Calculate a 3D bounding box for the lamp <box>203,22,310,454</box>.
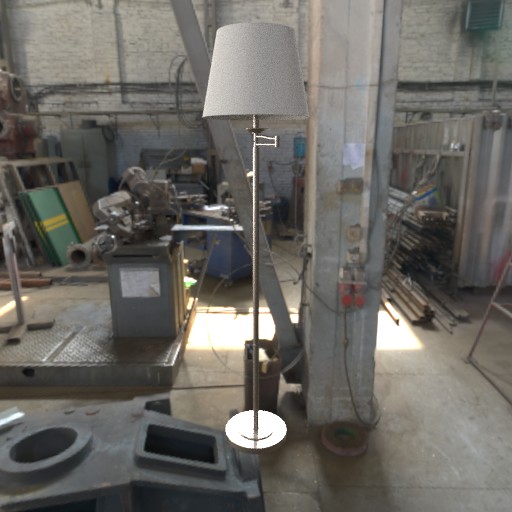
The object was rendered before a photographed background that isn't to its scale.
[{"bbox_3d":[0.000,0.000,1.598,0.355,1.473,0.355,0,14,0],"label":"lamp"}]
